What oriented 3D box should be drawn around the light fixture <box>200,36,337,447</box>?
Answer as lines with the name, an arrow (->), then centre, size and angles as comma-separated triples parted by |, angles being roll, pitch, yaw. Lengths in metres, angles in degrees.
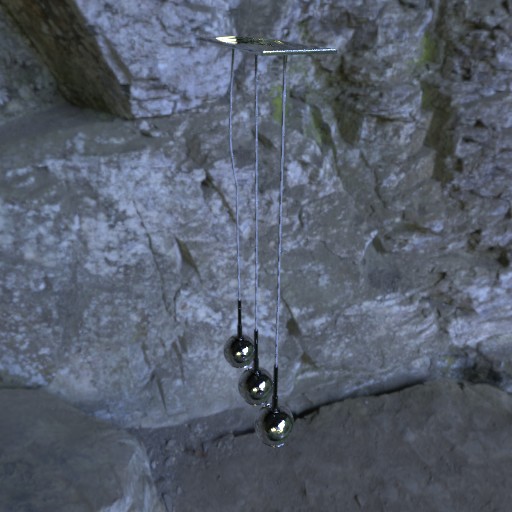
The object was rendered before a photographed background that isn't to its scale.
light fixture -> 0.000, 0.000, 1.617 | 0.188, 1.408, 0.623 | -10, 31, -17
